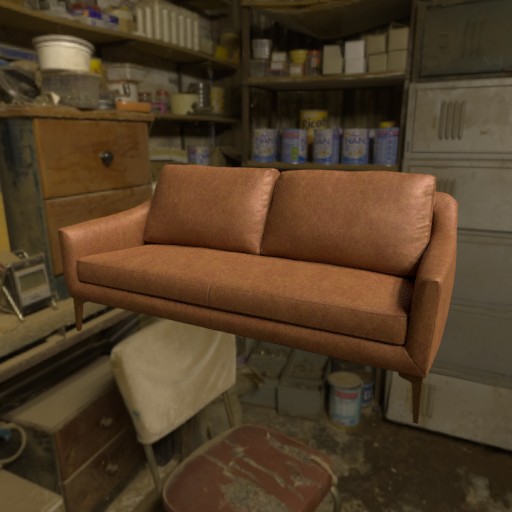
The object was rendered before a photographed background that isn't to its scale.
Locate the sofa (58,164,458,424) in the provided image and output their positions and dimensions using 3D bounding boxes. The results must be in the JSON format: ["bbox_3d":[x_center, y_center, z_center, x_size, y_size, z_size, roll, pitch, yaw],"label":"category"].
[{"bbox_3d":[0.000,0.000,2.477,2.036,0.945,0.981,8,17,27],"label":"sofa"}]
